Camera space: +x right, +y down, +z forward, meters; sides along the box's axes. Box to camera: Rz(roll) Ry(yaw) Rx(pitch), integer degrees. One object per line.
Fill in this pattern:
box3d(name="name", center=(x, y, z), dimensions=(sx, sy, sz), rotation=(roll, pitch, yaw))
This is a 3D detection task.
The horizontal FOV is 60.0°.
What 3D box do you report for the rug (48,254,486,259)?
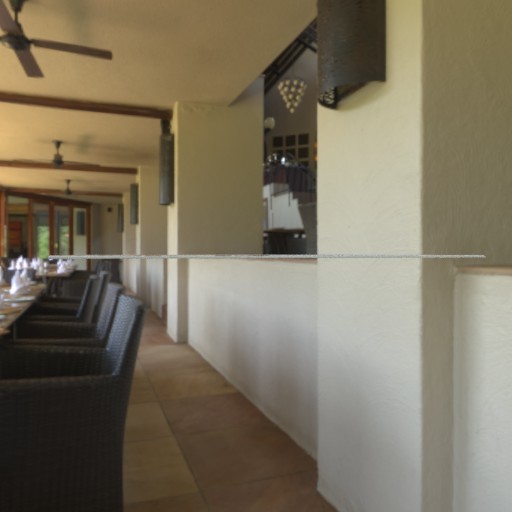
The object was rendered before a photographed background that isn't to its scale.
box3d(name="rug", center=(0.000, 0.000, 2.897), dimensions=(2.275, 0.014, 1.514), rotation=(0, 0, -17))
